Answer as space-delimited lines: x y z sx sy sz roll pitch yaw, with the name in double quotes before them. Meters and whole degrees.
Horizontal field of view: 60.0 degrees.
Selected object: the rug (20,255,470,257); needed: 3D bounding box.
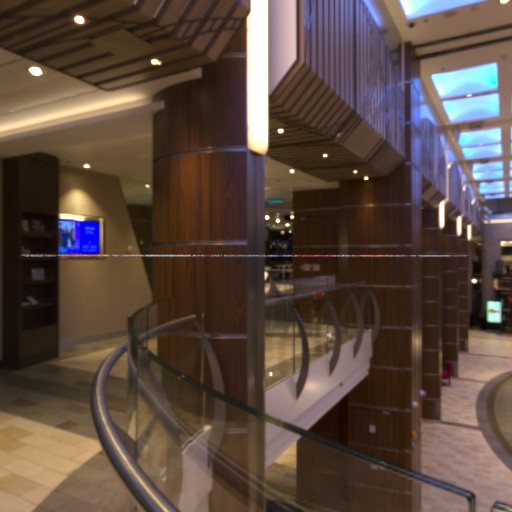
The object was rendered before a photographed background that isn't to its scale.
"rug" 0.000 0.000 2.630 2.362 0.008 0.832 0 0 -16
